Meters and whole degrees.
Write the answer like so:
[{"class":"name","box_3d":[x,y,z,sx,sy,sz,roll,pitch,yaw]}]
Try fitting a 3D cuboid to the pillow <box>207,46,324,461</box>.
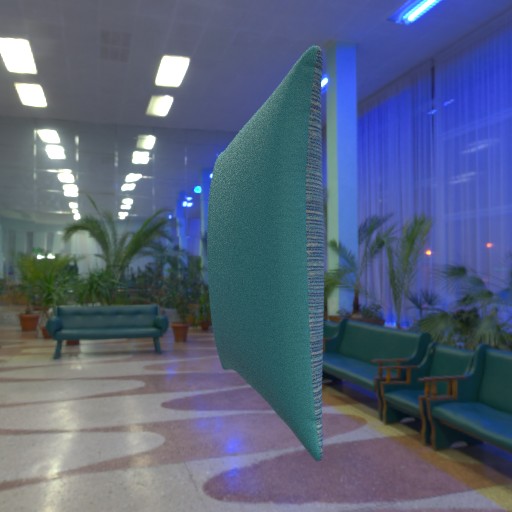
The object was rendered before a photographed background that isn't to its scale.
[{"class":"pillow","box_3d":[0.000,0.000,0.765,0.150,0.497,0.514,0,-1,-17]}]
